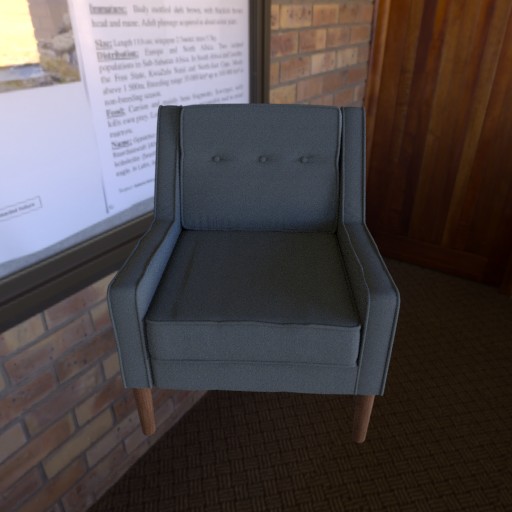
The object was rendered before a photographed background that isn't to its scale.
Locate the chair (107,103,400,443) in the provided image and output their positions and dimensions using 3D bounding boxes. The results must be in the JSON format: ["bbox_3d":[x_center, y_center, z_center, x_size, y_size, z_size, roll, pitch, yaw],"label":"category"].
[{"bbox_3d":[0.000,0.000,1.313,0.663,0.780,0.733,1,29,2],"label":"chair"}]
